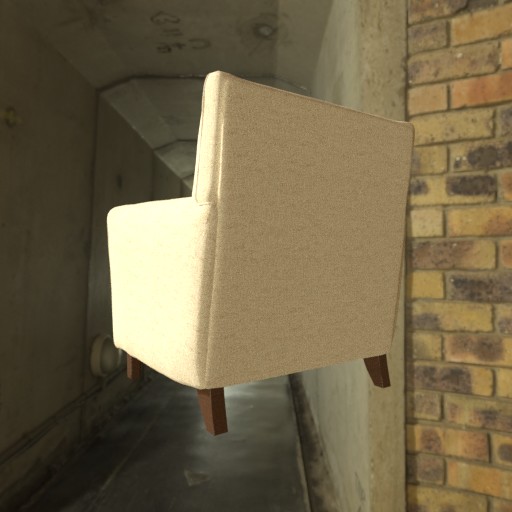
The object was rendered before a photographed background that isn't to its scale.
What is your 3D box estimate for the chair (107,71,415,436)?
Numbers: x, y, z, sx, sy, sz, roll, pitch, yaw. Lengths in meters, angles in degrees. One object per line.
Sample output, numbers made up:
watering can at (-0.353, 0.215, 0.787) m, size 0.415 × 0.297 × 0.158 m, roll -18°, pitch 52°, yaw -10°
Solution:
chair at (0.000, 0.000, 1.640) m, size 0.870 × 0.943 × 0.823 m, roll 0°, pitch 1°, yaw -36°
